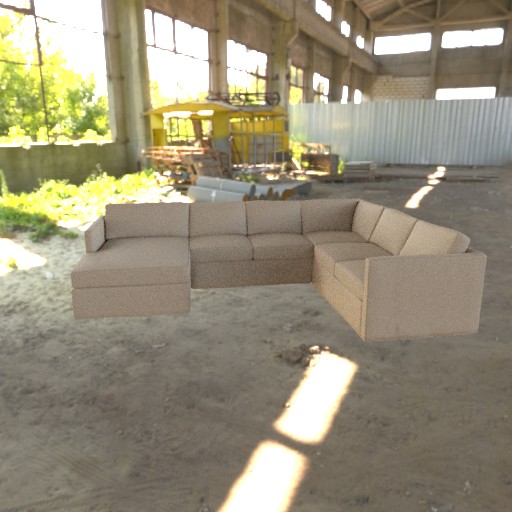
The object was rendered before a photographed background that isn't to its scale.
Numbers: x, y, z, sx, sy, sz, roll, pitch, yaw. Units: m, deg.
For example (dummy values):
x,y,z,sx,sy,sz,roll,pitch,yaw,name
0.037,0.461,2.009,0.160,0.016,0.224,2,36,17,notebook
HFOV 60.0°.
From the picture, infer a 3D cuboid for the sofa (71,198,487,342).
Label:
x,y,z,sx,sy,sz,roll,pitch,yaw,name
0.000,0.000,4.578,3.528,0.878,2.476,-2,15,-8,sofa
